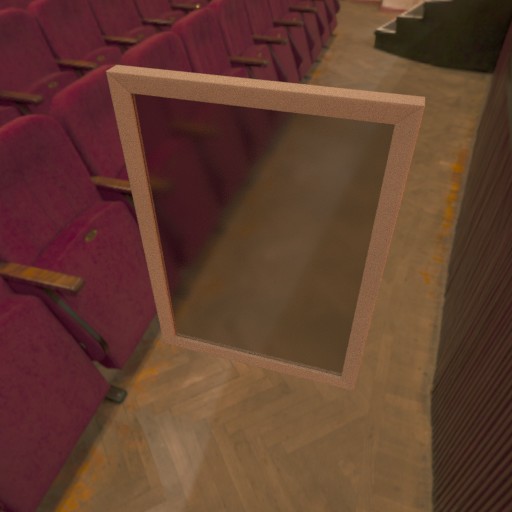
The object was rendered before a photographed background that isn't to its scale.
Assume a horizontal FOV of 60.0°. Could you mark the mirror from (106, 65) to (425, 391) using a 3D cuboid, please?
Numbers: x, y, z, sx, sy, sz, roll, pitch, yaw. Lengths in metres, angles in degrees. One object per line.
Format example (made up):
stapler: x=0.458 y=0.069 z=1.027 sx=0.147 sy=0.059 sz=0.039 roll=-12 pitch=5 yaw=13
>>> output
mirror: x=0.000 y=0.000 z=0.922 sx=0.507 sy=0.710 sz=0.040 roll=11 pitch=42 yaw=13
